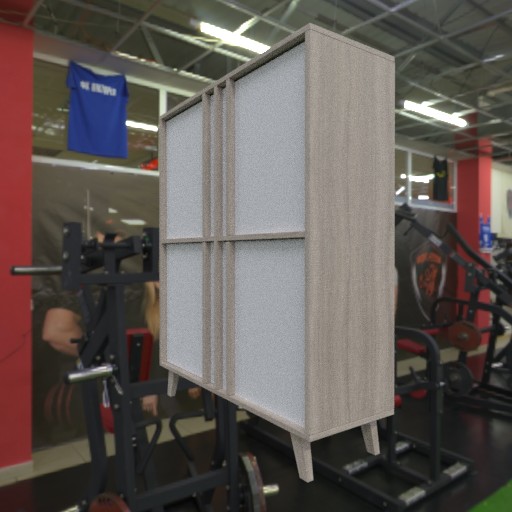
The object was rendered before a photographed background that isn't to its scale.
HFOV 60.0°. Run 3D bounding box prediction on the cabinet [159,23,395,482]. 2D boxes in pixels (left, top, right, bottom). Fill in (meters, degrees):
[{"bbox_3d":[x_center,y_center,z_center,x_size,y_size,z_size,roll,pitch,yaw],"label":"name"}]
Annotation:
[{"bbox_3d":[0.000,0.000,1.882,0.398,1.388,1.111,0,1,-35],"label":"cabinet"}]
